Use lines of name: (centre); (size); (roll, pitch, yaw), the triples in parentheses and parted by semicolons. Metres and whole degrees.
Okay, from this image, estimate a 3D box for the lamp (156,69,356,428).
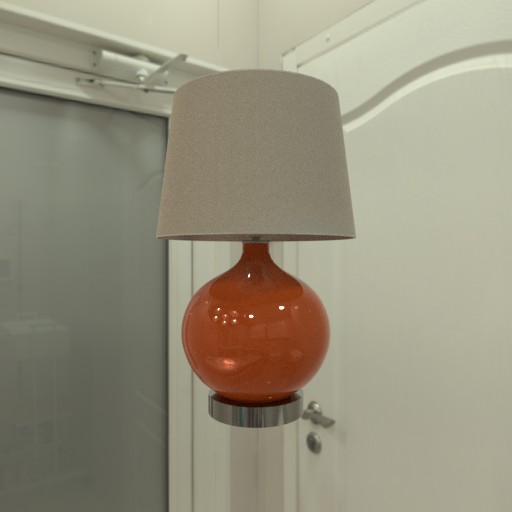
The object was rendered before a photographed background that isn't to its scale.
lamp: (0.000, 0.000, 0.559); (0.247, 0.387, 0.247); (0, 0, 0)
